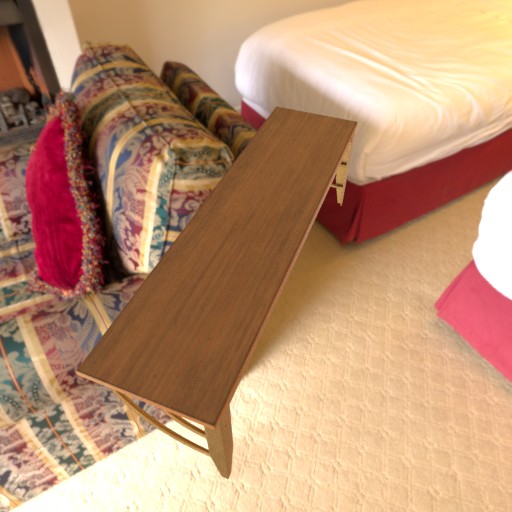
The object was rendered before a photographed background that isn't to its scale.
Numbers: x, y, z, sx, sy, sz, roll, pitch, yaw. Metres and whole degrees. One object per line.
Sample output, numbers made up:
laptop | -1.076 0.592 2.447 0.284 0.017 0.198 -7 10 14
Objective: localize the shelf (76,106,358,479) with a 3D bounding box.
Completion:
shelf | 0.000 0.000 0.729 0.166 0.190 0.636 16 48 15
